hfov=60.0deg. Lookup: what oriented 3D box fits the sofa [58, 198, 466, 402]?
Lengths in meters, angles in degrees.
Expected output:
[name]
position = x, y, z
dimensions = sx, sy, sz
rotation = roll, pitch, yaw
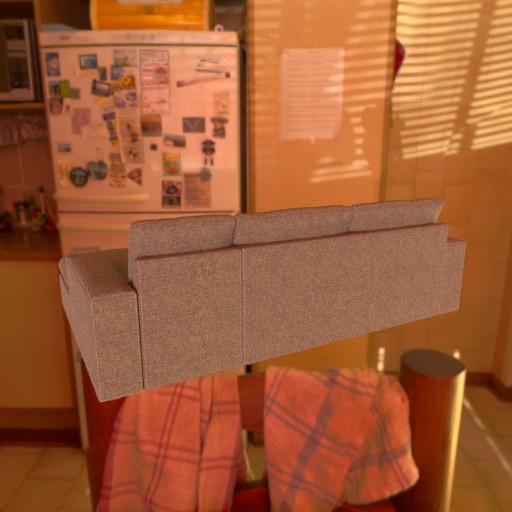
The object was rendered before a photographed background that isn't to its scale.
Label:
[sofa]
position = 0.000, 0.000, 3.465
dimensions = 2.718, 0.940, 1.689
rotation = -8, 16, -28
